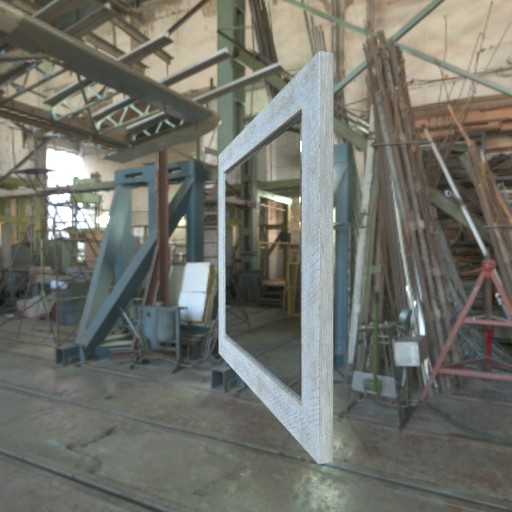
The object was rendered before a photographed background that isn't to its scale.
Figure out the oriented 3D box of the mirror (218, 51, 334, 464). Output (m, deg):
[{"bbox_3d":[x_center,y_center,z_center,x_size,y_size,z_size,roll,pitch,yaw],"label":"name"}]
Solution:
[{"bbox_3d":[0.000,0.000,1.141,0.028,0.689,0.839,0,1,-16],"label":"mirror"}]
